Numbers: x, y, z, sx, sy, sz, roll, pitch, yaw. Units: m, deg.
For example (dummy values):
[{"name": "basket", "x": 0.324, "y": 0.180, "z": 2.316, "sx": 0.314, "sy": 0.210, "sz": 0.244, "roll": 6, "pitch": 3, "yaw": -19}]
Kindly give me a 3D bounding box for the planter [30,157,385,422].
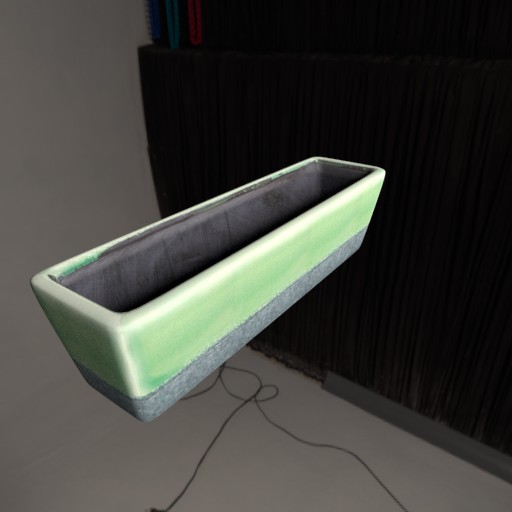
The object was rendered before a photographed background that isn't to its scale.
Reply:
[{"name": "planter", "x": 0.000, "y": 0.000, "z": 0.304, "sx": 0.072, "sy": 0.072, "sz": 0.275, "roll": 19, "pitch": 33, "yaw": 32}]
